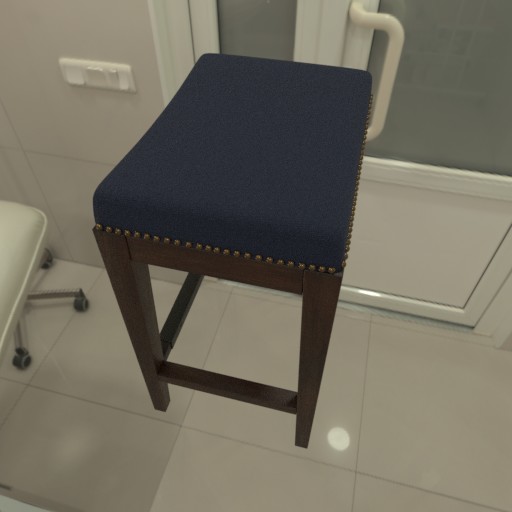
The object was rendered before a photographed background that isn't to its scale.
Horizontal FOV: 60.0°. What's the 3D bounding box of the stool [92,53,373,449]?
[{"bbox_3d":[0.000,0.000,0.936,0.361,0.642,0.500,11,48,10],"label":"stool"}]
